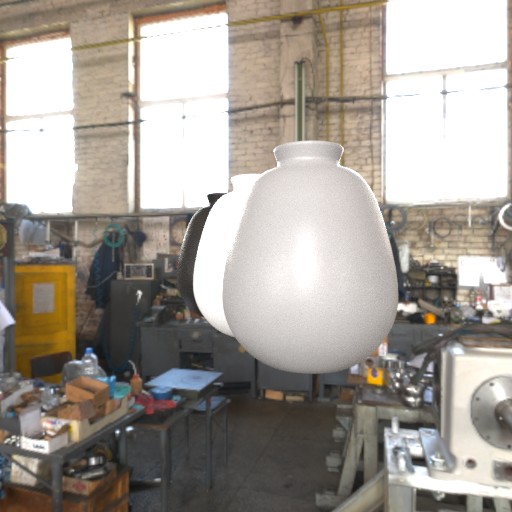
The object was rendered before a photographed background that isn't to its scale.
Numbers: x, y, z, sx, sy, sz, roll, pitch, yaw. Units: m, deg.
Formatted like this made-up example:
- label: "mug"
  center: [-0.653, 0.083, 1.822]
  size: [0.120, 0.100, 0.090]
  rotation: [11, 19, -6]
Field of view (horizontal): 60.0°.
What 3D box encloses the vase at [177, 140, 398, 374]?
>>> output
- label: "vase"
  center: [0.000, 0.000, 0.347]
  size: [0.097, 0.122, 0.297]
  rotation: [0, 0, -17]
